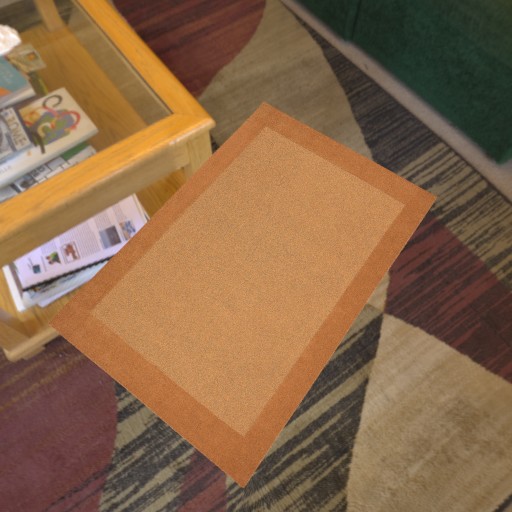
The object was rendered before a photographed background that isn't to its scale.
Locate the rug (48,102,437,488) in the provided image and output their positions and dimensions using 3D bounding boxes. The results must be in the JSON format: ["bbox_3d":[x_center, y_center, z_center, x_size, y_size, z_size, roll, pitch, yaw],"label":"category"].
[{"bbox_3d":[0.000,0.000,2.363,1.219,0.014,1.829,34,69,15],"label":"rug"}]
